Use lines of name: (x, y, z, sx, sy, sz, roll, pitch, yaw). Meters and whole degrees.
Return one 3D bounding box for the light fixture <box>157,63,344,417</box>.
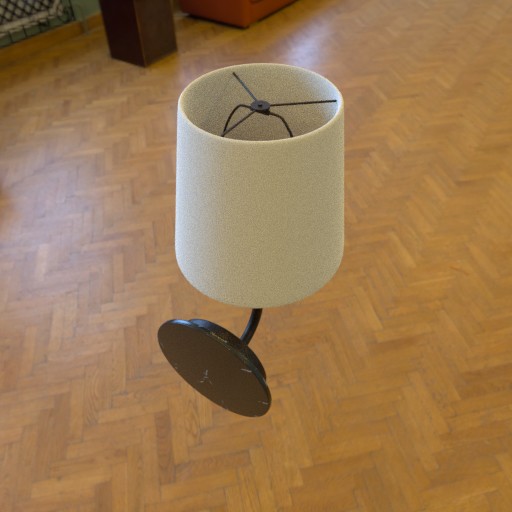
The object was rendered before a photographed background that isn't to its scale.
light fixture: (0.000, 0.000, 0.457, 0.168, 0.337, 0.188, 24, 50, 21)
